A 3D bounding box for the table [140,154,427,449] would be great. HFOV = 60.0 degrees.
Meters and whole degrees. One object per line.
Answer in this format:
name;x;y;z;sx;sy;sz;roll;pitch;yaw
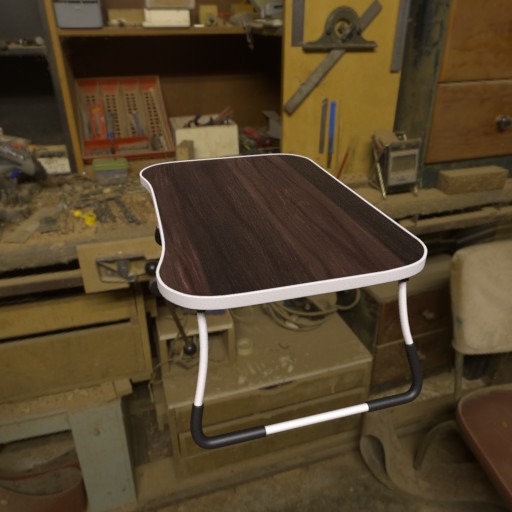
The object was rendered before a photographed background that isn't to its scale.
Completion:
table;0.000;0.000;0.880;0.400;0.232;0.660;-8;30;-14
